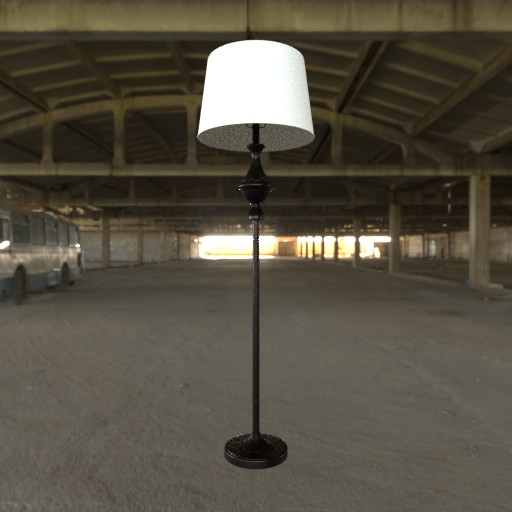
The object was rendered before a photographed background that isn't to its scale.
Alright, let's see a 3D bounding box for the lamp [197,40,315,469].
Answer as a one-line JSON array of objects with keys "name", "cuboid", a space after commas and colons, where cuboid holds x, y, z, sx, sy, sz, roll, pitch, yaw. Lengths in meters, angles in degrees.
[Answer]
[{"name": "lamp", "cuboid": [0.000, 0.000, 1.651, 0.431, 1.484, 0.431, 0, 1, 0]}]
